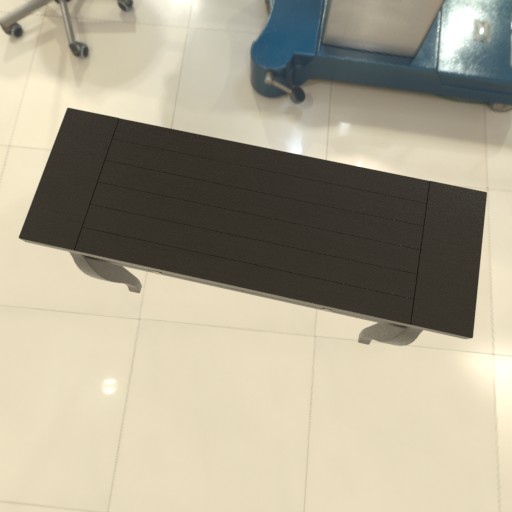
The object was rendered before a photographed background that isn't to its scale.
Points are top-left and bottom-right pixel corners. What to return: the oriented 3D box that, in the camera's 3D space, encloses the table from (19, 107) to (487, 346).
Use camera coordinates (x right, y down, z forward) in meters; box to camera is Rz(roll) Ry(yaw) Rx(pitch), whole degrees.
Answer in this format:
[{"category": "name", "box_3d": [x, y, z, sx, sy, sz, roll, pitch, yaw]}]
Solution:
[{"category": "table", "box_3d": [0.000, 0.000, 1.425, 1.062, 0.768, 0.373, 12, 76, 3]}]
